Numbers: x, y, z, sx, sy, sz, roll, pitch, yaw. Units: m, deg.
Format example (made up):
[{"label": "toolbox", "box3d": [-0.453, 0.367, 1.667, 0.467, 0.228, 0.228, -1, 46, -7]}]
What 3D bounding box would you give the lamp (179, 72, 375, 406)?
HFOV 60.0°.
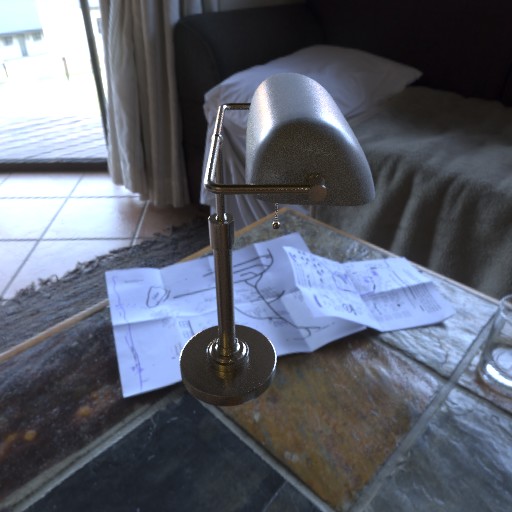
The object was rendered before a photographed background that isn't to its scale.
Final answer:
[{"label": "lamp", "box3d": [0.000, 0.000, 0.559, 0.227, 0.404, 0.269, 0, 34, -1]}]
